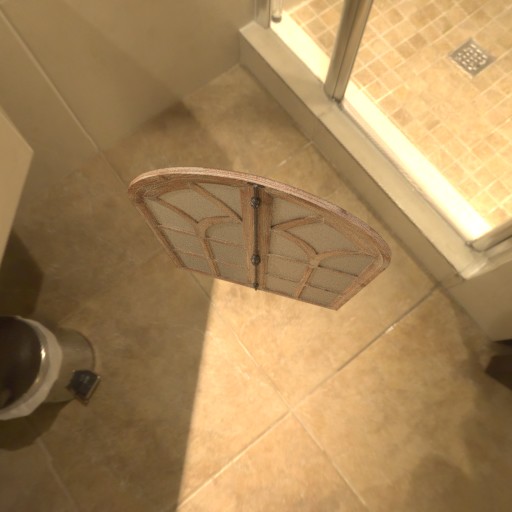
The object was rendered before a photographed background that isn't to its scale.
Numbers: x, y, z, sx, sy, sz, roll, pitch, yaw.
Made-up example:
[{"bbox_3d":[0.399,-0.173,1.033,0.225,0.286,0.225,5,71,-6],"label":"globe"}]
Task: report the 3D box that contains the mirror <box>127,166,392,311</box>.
[{"bbox_3d":[0.000,0.000,1.194,0.609,0.915,0.032,15,75,4],"label":"mirror"}]
